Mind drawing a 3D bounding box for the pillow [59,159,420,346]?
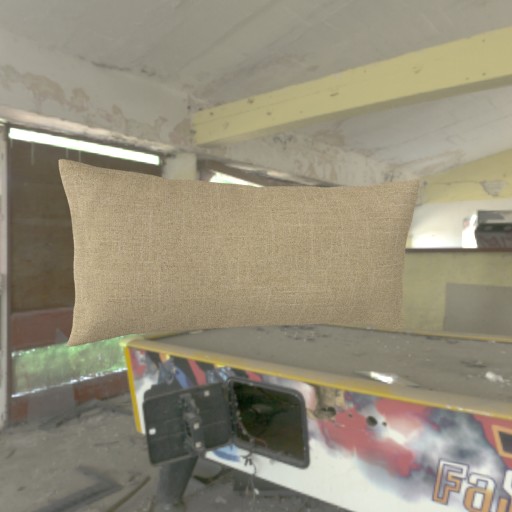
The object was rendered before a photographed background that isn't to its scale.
[{"bbox_3d":[0.000,0.000,0.755,0.612,0.282,0.155,0,0,-16],"label":"pillow"}]
